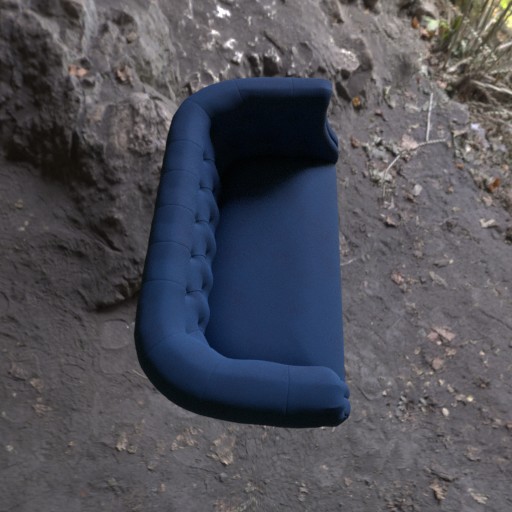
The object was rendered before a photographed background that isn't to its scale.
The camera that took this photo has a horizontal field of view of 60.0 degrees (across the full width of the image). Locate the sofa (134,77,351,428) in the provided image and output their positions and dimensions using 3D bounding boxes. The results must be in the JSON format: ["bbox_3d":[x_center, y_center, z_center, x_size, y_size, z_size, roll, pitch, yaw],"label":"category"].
[{"bbox_3d":[0.000,0.000,2.076,0.835,0.827,1.558,2,63,1],"label":"sofa"}]
